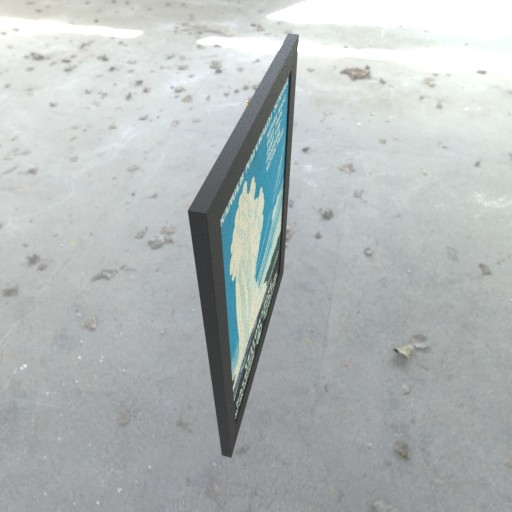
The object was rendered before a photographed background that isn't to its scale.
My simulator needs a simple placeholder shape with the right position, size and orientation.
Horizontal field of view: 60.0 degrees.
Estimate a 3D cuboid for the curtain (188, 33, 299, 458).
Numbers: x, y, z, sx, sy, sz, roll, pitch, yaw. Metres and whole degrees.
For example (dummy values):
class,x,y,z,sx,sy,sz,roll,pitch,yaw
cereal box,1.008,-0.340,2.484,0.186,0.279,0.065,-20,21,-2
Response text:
class,x,y,z,sx,sy,sz,roll,pitch,yaw
curtain,0.000,0.000,0.784,0.027,0.585,0.483,10,46,10
